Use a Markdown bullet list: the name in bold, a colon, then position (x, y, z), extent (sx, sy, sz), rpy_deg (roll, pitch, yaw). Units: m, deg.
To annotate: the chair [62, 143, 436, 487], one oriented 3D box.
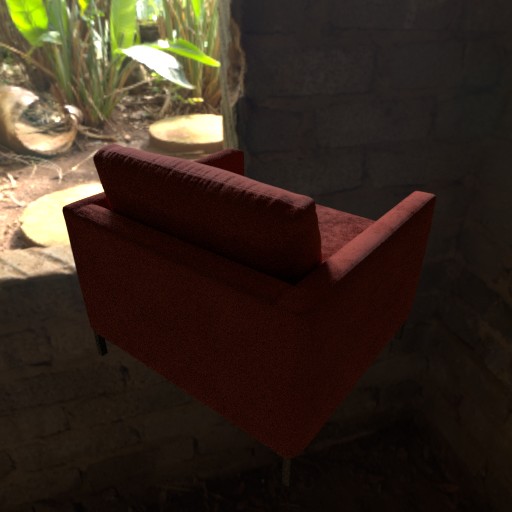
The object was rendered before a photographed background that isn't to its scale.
- **chair**: position (0.000, 0.000, 1.583), extent (0.964, 0.812, 0.875), rpy_deg (21, 36, 32)
